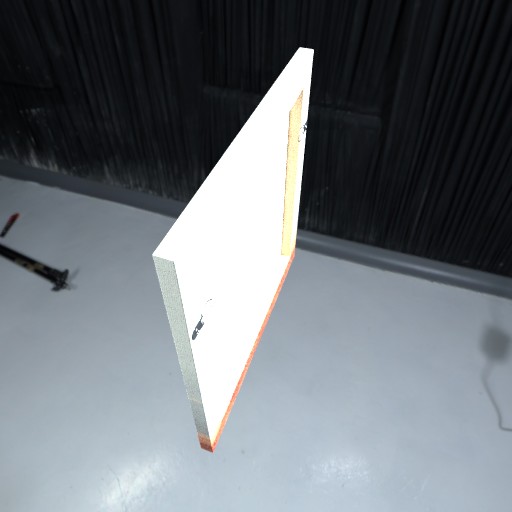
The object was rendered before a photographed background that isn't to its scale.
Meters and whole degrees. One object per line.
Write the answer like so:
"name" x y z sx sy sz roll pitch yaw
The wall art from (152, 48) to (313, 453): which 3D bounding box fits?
"wall art" 0.000 0.000 1.147 0.042 0.760 0.760 15 49 13
